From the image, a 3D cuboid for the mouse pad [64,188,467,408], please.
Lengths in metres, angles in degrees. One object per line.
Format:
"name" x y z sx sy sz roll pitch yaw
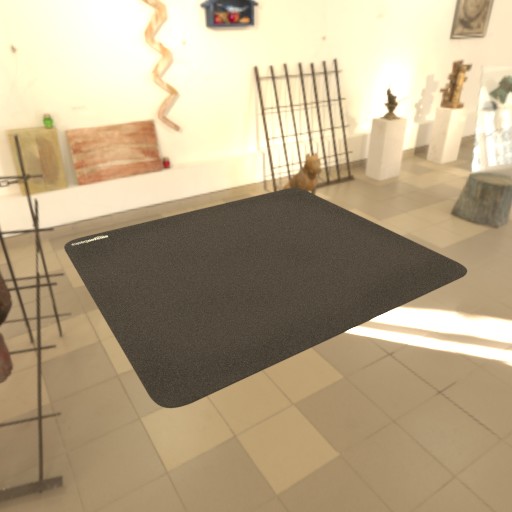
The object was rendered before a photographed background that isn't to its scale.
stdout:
"mouse pad" 0.000 0.000 0.635 0.451 0.002 0.393 -17 33 -29
